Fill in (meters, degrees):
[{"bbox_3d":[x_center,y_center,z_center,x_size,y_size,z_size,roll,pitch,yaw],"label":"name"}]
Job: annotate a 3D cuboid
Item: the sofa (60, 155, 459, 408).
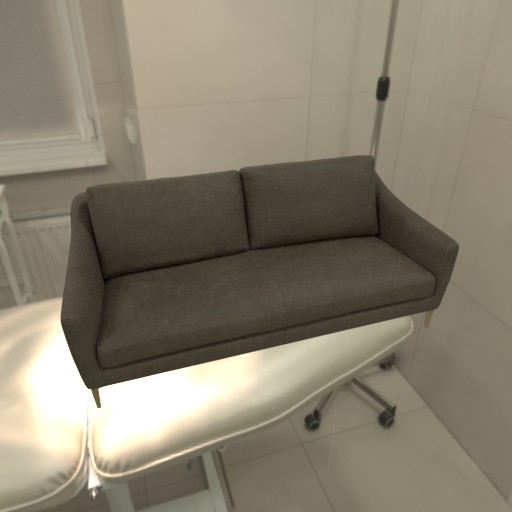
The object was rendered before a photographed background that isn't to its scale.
[{"bbox_3d":[0.000,0.000,2.563,2.036,0.902,0.960,-10,32,-16],"label":"sofa"}]
